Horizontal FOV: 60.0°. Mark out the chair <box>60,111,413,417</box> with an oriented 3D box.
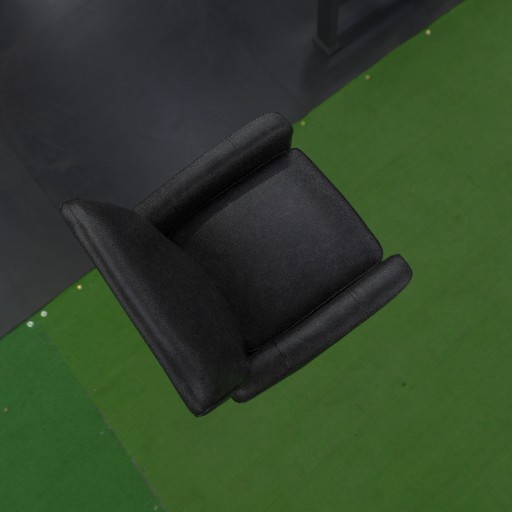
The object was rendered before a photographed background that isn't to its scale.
[{"bbox_3d":[0.000,0.000,1.635,0.864,1.014,0.848,-35,78,-9],"label":"chair"}]
